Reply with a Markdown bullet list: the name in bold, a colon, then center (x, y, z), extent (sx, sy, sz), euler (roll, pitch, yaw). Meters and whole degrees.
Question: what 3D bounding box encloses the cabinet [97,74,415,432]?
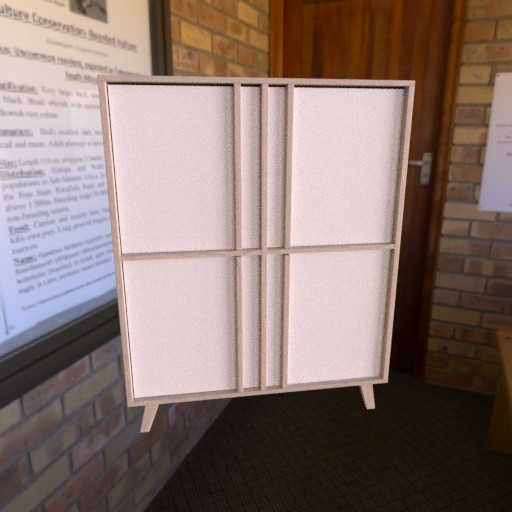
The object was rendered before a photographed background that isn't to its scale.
- **cabinet**: center (0.000, 0.000, 1.905), extent (1.111, 1.388, 0.398), euler (-3, 16, -9)
